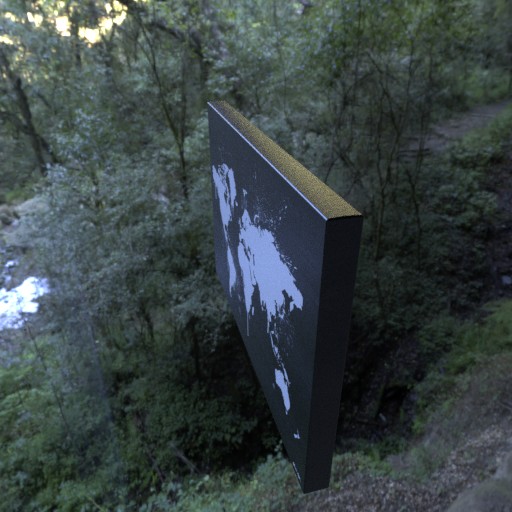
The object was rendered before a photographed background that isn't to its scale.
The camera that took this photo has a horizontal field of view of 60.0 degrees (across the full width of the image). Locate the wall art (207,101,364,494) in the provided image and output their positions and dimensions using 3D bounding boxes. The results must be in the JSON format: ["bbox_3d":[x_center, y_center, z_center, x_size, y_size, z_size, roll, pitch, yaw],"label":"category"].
[{"bbox_3d":[0.000,0.000,0.761,0.038,0.409,0.610,-8,30,-14],"label":"wall art"}]
